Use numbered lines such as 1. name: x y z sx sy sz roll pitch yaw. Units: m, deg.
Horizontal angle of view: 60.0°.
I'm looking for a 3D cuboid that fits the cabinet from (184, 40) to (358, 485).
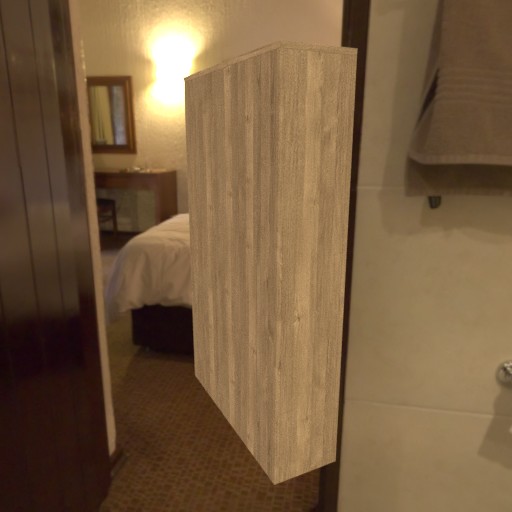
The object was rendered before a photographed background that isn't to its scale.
1. cabinet: 0.000 0.000 1.606 0.250 1.280 0.750 -7 16 -26
